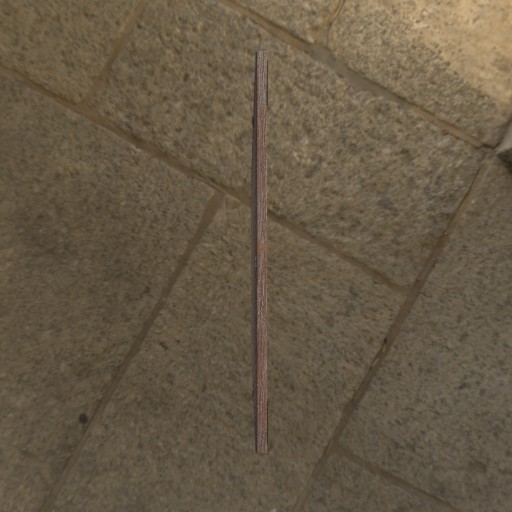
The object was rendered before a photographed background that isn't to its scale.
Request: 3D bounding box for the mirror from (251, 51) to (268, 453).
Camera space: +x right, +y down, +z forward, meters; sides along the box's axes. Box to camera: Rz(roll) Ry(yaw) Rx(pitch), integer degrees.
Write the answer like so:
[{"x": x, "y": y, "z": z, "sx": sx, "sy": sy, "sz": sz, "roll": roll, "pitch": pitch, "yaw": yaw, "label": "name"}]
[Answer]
[{"x": 0.000, "y": 0.000, "z": 1.273, "sx": 0.025, "sy": 0.996, "sz": 0.705, "roll": 0, "pitch": 89, "yaw": -1, "label": "mirror"}]
